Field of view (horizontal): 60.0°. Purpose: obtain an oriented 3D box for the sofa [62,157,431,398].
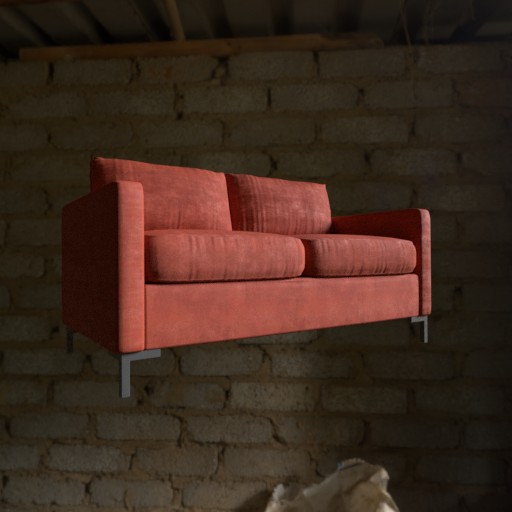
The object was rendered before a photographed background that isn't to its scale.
[{"bbox_3d":[0.000,0.000,2.100,1.574,0.896,0.864,1,-1,-34],"label":"sofa"}]
